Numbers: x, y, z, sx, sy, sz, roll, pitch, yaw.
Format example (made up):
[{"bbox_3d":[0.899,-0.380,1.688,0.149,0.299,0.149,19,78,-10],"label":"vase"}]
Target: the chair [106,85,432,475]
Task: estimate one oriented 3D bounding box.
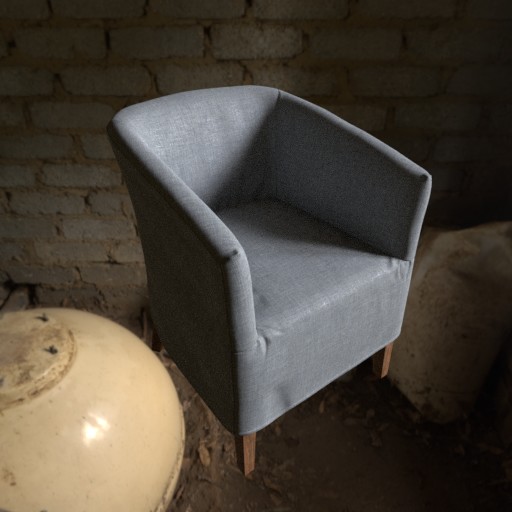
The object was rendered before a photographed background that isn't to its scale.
[{"bbox_3d":[0.000,0.000,1.246,0.600,0.771,0.668,-23,40,-30],"label":"chair"}]
